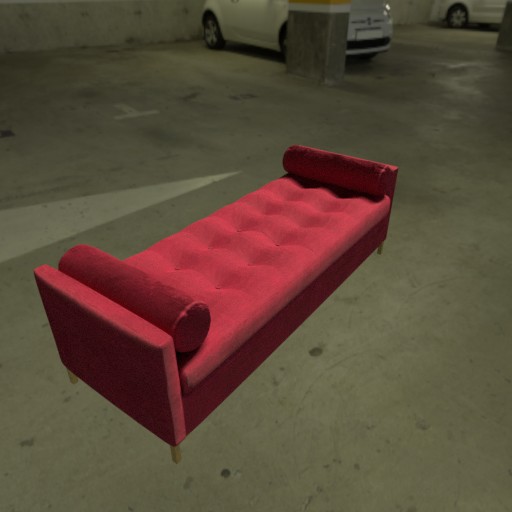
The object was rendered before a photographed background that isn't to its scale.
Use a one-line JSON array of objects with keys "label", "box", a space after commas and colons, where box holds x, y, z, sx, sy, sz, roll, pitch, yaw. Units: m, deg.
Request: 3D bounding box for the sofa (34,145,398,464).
[{"label": "sofa", "box": [0.000, 0.000, 2.498, 0.796, 0.705, 2.102, 21, 38, 31]}]
